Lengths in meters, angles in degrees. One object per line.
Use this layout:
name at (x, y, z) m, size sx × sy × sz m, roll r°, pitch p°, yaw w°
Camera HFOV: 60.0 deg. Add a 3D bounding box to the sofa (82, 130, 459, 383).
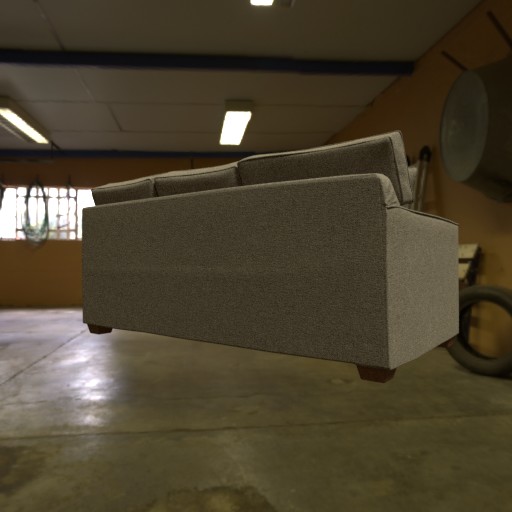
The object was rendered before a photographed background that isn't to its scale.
sofa at (0.000, 0.000, 2.539) m, size 1.963 × 0.946 × 1.034 m, roll -1°, pitch -1°, yaw 37°
